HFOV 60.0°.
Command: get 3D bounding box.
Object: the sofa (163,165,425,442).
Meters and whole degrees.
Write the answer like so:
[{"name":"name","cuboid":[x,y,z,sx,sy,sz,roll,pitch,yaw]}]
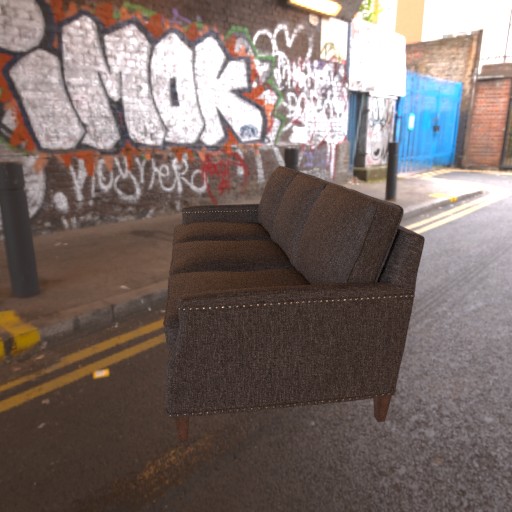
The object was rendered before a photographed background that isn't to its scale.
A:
[{"name":"sofa","cuboid":[0.000,0.000,2.833,1.084,1.003,2.246,-2,16,-8]}]
